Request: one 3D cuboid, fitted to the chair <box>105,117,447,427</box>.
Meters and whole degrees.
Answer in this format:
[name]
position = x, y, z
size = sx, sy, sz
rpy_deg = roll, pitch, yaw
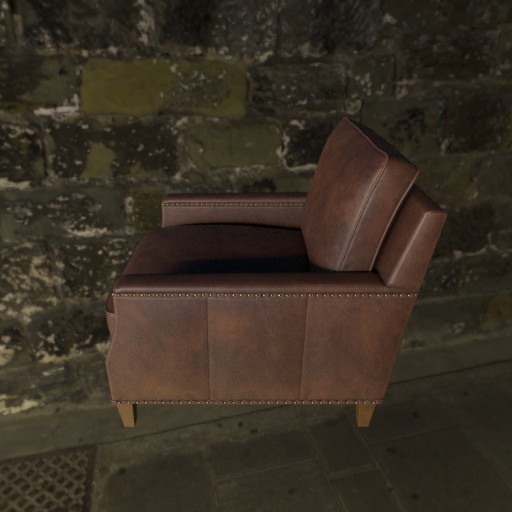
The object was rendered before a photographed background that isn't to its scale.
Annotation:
[chair]
position = 0.000, 0.000, 1.690
size = 1.014, 0.929, 0.853
rpy_deg = 0, 27, 0
